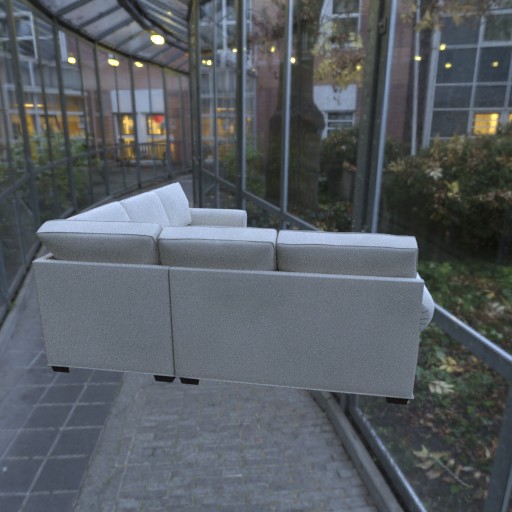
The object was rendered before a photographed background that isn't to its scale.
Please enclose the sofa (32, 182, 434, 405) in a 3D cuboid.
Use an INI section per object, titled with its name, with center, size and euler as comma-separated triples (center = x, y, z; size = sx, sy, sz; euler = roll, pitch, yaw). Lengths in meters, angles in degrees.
[sofa]
center = 0.000, 0.000, 3.906
size = 2.487, 1.054, 2.569
euler = 3, 17, 9
